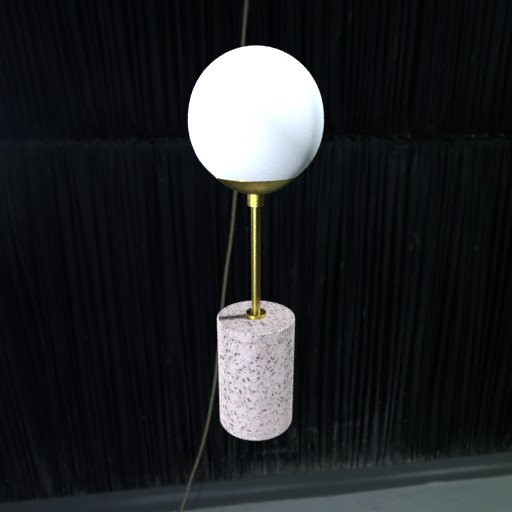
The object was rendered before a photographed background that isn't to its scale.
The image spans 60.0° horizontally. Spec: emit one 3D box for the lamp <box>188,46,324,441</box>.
[{"bbox_3d":[0.000,0.000,0.557,0.153,0.480,0.153,0,18,0],"label":"lamp"}]
